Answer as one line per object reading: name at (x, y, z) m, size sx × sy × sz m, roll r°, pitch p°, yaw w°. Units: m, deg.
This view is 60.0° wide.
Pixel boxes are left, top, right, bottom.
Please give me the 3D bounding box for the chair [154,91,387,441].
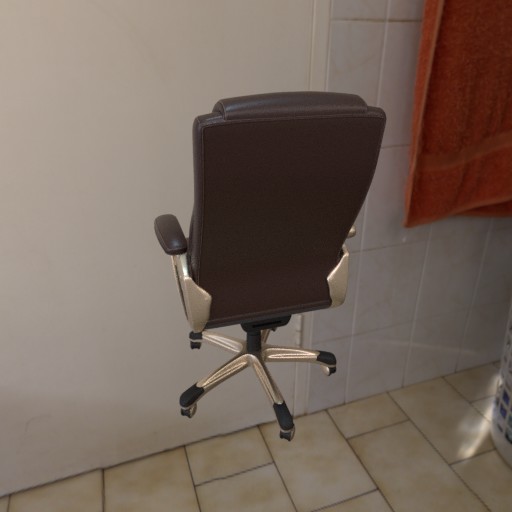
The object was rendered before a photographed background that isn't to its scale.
chair at (0.000, 0.000, 1.621) m, size 0.692 × 1.194 × 0.749 m, roll -8°, pitch 27°, yaw -16°
